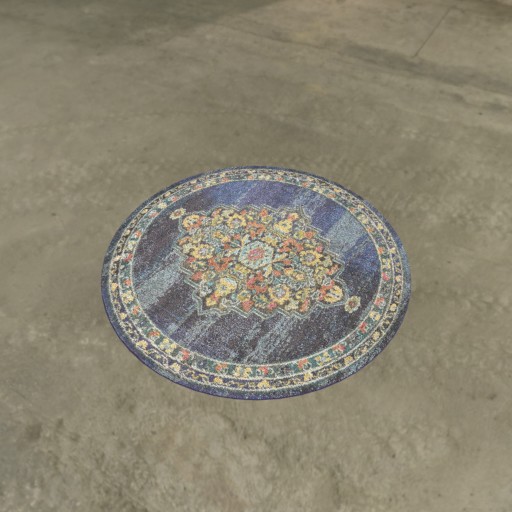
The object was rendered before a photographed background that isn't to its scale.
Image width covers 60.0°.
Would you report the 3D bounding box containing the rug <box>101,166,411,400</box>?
[{"bbox_3d":[0.000,0.000,3.503,2.386,0.014,2.386,0,47,0],"label":"rug"}]
